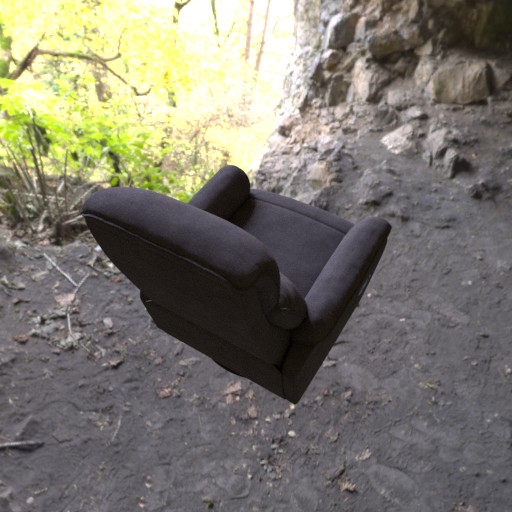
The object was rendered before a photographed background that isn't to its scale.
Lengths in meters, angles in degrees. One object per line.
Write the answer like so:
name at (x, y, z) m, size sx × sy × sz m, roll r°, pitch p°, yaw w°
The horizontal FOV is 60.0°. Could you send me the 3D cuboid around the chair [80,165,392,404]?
chair at (0.000, 0.000, 1.756) m, size 0.830 × 1.036 × 1.009 m, roll 24°, pitch 50°, yaw 22°
